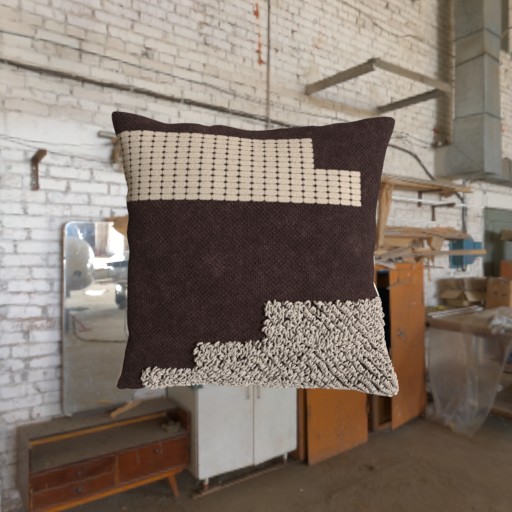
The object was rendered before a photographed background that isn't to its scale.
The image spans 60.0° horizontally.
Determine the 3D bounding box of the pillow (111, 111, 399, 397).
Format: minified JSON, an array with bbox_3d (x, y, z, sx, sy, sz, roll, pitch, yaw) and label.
[{"bbox_3d":[0.000,0.000,0.739,0.475,0.473,0.178,0,1,-1],"label":"pillow"}]
